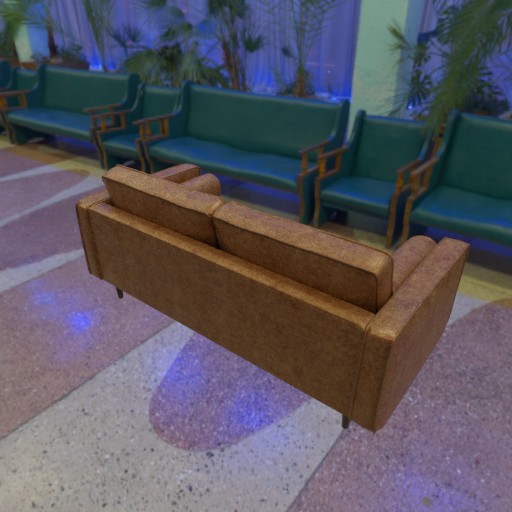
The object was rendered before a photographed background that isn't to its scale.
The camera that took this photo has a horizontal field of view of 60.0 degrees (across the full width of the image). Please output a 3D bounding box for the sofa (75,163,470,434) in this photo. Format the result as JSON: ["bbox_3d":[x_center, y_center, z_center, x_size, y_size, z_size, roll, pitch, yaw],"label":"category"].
[{"bbox_3d":[0.000,0.000,2.397,1.920,0.825,0.924,22,37,32],"label":"sofa"}]
